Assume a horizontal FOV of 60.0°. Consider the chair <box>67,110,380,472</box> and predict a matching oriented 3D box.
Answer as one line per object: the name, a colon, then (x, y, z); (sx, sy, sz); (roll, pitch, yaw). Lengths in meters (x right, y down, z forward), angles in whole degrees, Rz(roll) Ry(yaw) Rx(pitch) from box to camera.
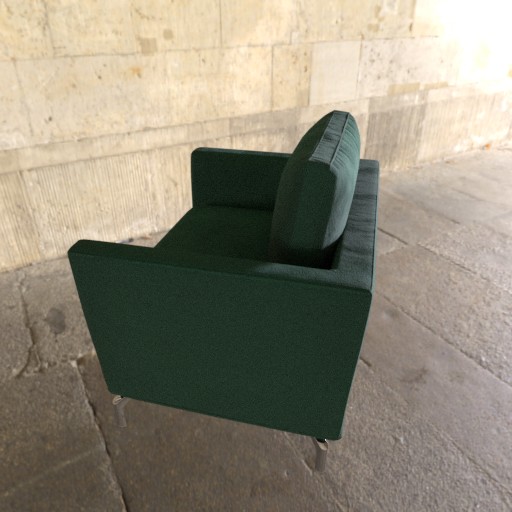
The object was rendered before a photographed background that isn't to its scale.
chair: (0.000, 0.000, 1.704); (0.852, 0.997, 1.047); (7, 31, 12)
